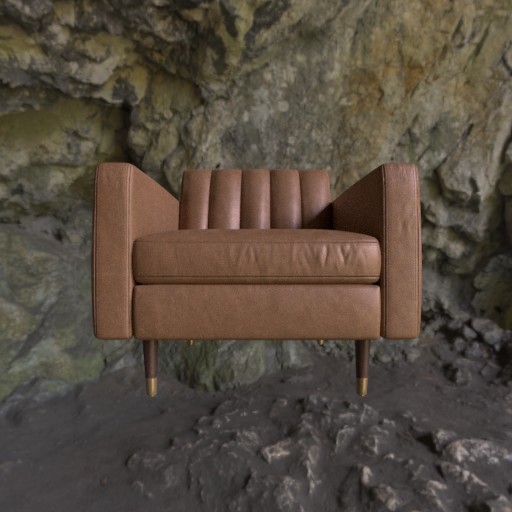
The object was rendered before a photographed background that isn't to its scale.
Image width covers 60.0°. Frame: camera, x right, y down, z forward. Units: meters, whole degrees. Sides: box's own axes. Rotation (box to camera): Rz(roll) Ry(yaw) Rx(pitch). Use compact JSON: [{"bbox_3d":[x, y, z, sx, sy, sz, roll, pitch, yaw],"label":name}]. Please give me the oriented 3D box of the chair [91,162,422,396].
[{"bbox_3d":[0.000,0.000,1.698,0.953,0.819,0.998,0,-1,0],"label":"chair"}]
